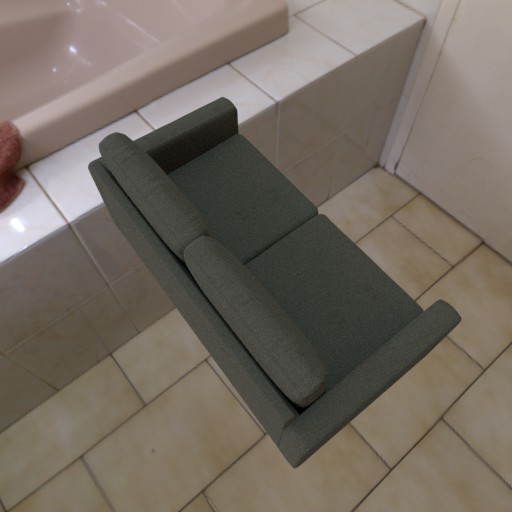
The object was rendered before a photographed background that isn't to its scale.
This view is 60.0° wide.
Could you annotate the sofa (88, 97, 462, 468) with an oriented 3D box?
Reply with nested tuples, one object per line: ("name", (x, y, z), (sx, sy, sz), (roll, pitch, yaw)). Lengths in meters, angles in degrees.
("sofa", (0.000, 0.000, 2.237), (0.889, 0.897, 1.730), (-33, 65, -18))
